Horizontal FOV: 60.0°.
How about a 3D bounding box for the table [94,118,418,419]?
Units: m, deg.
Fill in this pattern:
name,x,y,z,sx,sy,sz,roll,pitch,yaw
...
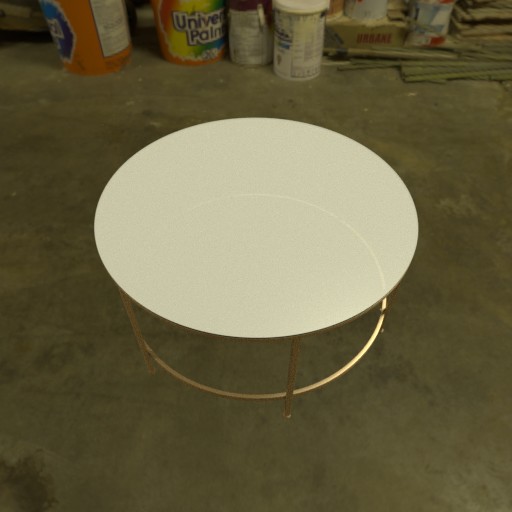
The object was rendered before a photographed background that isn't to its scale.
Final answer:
name,x,y,z,sx,sy,sz,roll,pitch,yaw
table,0.000,0.000,1.457,0.914,0.470,0.914,0,48,0
